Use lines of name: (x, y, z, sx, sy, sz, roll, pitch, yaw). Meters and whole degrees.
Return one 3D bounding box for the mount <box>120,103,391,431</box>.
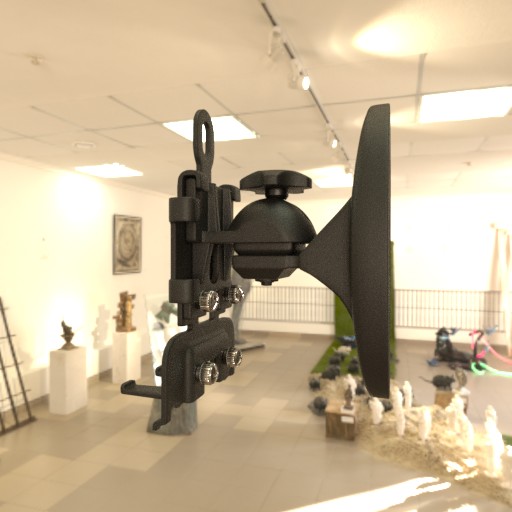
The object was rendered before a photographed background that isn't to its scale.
mount: (0.000, 0.000, 0.173, 0.100, 0.118, 0.066, 0, 0, 18)
